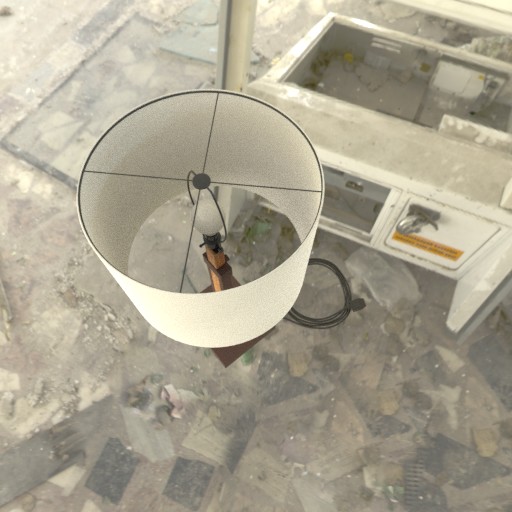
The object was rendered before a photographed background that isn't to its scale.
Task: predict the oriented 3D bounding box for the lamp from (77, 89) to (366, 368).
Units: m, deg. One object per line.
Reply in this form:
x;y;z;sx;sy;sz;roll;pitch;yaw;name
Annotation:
0.000;0.000;0.955;0.525;0.668;0.396;-36;70;-16;lamp
